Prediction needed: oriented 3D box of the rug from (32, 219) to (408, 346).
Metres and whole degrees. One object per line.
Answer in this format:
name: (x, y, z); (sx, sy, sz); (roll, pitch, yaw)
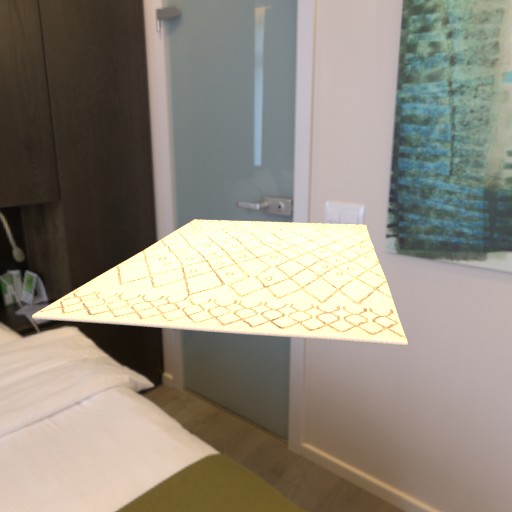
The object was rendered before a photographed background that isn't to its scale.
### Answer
rug: (0.000, 0.000, 2.265); (1.222, 0.015, 1.828); (3, 15, 9)
